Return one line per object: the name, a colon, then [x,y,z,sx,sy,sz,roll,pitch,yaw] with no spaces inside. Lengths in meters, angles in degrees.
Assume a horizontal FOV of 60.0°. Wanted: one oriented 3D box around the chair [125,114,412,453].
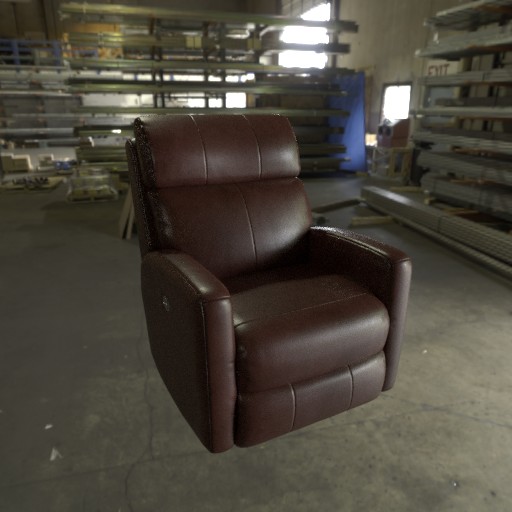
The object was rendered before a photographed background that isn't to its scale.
chair: [0.000,0.000,1.689,0.787,1.016,0.939,-10,21,-26]
